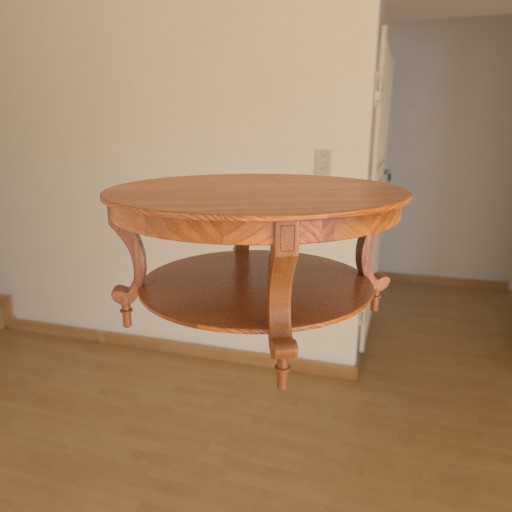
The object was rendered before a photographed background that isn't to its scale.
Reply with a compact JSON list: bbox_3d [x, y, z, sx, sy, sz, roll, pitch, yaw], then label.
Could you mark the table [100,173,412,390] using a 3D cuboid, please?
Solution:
[{"bbox_3d":[0.000,0.000,1.598,1.029,0.490,1.029,0,16,0],"label":"table"}]
